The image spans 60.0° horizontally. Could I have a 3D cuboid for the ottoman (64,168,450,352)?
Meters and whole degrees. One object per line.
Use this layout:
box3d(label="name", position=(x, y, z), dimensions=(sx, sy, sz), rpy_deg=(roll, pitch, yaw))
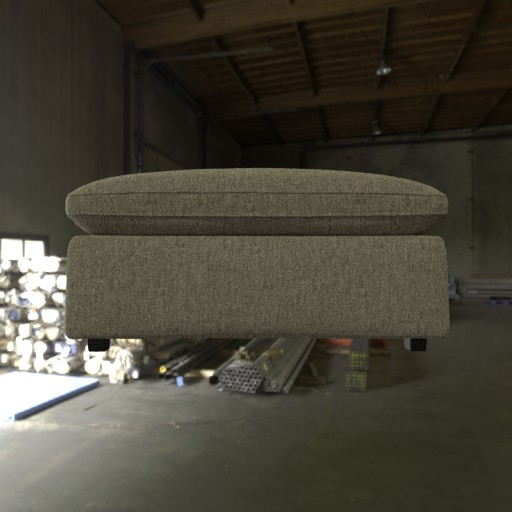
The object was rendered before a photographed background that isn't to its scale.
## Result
box3d(label="ottoman", position=(0.000, 0.000, 1.640), dimensions=(1.039, 0.526, 1.035), rpy_deg=(0, -1, -1))
